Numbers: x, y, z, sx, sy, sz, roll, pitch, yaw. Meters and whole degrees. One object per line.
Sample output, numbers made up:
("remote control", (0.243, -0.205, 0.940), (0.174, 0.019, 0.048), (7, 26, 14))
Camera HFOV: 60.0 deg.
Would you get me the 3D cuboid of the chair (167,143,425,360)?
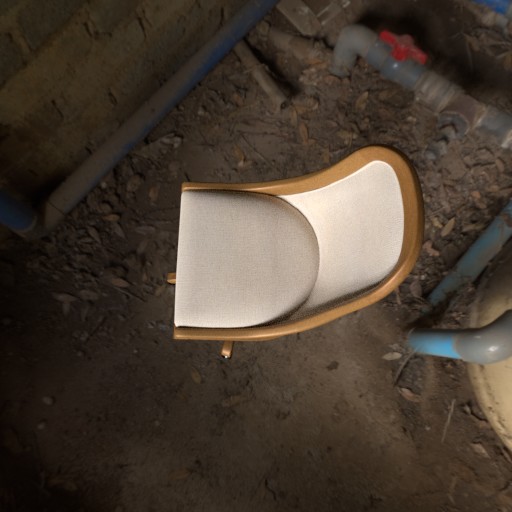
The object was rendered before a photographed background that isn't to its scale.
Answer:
("chair", (0.000, 0.000, 1.544), (0.811, 1.009, 0.702), (1, 76, 0))
